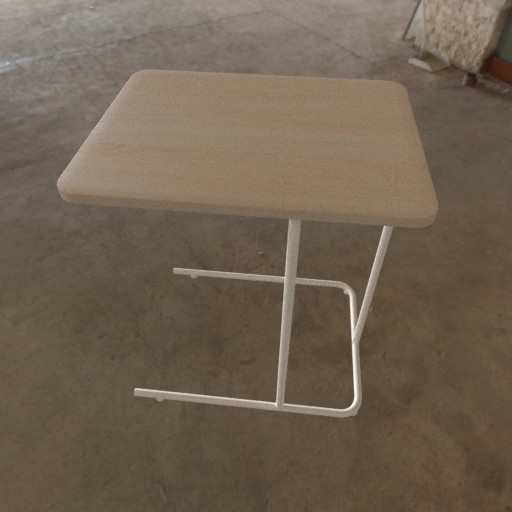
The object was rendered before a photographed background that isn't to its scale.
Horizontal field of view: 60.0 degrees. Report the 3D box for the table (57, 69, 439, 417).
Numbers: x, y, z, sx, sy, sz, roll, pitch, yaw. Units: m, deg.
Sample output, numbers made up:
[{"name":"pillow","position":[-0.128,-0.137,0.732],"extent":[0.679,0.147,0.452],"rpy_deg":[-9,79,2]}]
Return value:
[{"name":"table","position":[0.000,0.000,0.860],"extent":[0.480,0.550,0.370],"rpy_deg":[5,46,4]}]
